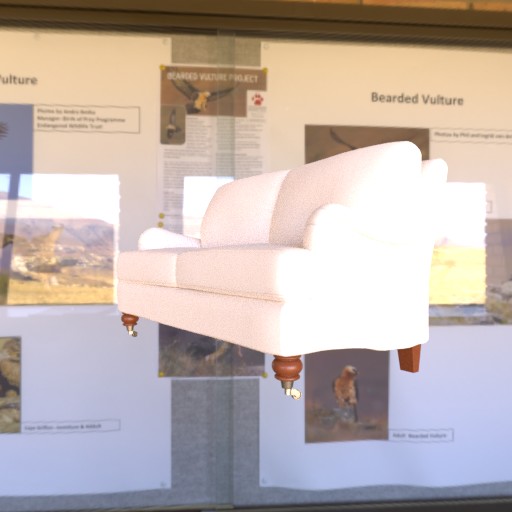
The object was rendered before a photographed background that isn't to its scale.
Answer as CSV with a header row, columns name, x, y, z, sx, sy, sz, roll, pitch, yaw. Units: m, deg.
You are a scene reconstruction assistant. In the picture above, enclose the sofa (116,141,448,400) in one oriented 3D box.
name,x,y,z,sx,sy,sz,roll,pitch,yaw
sofa,0.000,0.000,2.594,1.084,1.101,1.853,0,0,-36
